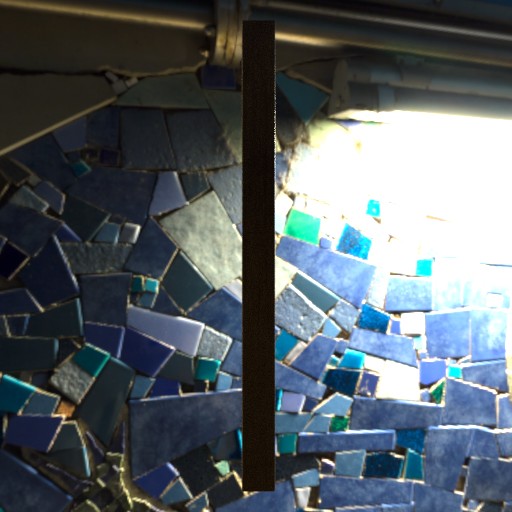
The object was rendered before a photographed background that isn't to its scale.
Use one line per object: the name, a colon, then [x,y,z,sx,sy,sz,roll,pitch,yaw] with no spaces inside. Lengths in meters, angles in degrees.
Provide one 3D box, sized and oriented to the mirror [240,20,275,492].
mirror: [0.000,0.000,0.680,0.041,0.508,0.405,0,0,0]
